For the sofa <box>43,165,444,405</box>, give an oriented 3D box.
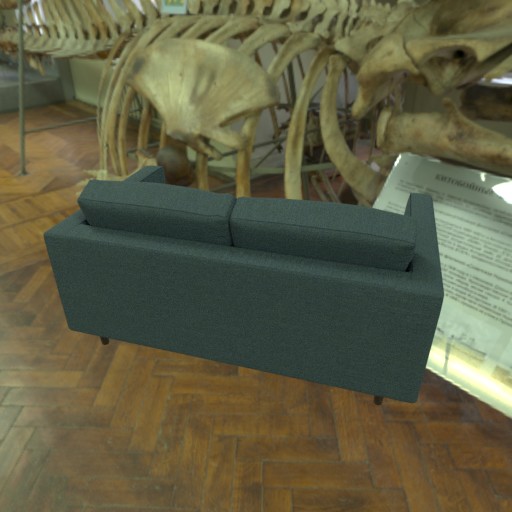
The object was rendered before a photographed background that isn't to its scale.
[{"bbox_3d":[0.000,0.000,2.278,1.659,0.907,0.999,9,32,14],"label":"sofa"}]
